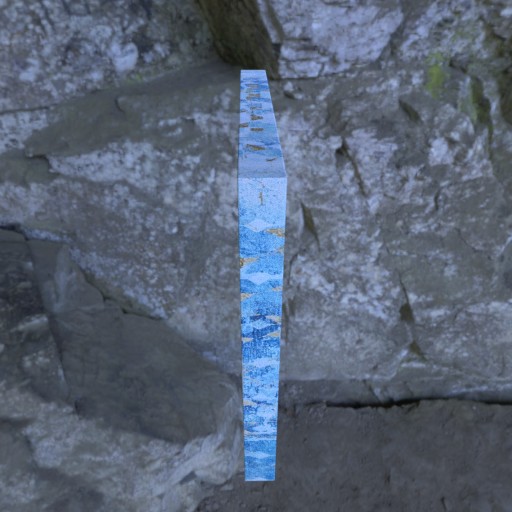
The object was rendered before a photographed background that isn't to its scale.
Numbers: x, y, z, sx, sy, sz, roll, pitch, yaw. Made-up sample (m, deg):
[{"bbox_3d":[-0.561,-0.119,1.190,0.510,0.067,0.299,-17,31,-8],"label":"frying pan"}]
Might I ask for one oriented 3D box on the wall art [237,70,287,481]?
[{"bbox_3d":[0.000,0.000,0.611,0.037,0.405,0.405,-1,33,-1],"label":"wall art"}]
